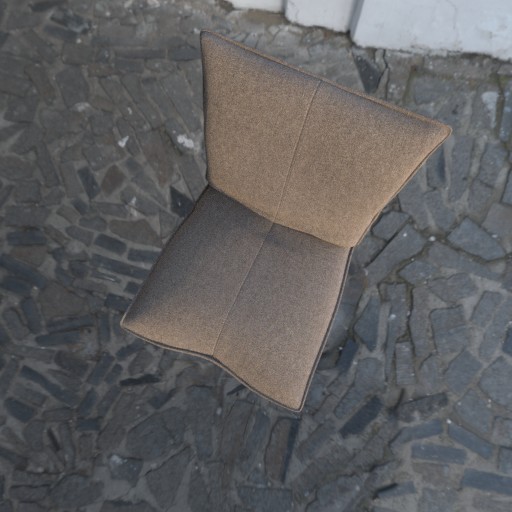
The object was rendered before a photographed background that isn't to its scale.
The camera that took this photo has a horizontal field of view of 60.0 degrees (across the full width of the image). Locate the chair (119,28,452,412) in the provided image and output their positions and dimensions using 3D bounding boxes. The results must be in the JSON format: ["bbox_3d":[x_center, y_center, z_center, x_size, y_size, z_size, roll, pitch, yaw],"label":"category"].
[{"bbox_3d":[0.000,0.000,1.267,0.597,0.811,0.696,25,77,6],"label":"chair"}]
